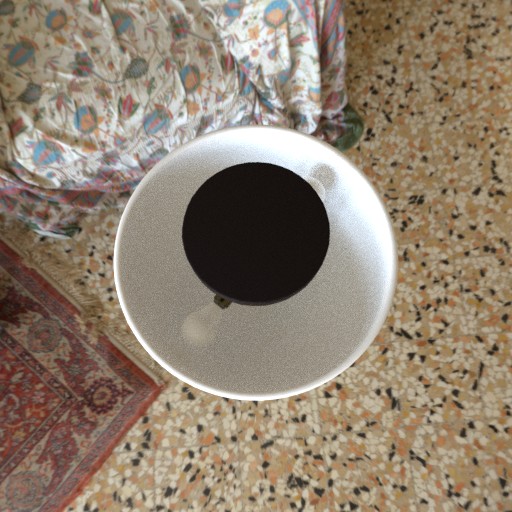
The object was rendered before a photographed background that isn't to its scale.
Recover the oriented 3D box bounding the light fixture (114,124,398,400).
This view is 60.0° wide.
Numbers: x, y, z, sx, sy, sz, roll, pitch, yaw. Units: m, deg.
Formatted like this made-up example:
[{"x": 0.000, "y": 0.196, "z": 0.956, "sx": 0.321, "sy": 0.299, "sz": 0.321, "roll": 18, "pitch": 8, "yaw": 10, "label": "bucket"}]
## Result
[{"x": 0.000, "y": 0.000, "z": 0.537, "sx": 0.331, "sy": 0.212, "sz": 0.331, "roll": 0, "pitch": 76, "yaw": 0, "label": "light fixture"}]
